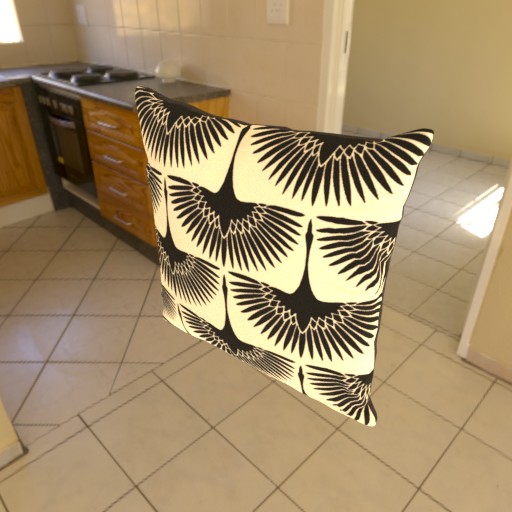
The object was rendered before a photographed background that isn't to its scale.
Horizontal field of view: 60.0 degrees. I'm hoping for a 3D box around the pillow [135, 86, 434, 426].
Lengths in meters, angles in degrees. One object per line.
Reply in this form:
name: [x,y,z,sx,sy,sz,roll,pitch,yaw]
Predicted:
pillow: [0.000,0.000,0.650,0.432,0.432,0.139,20,36,30]
